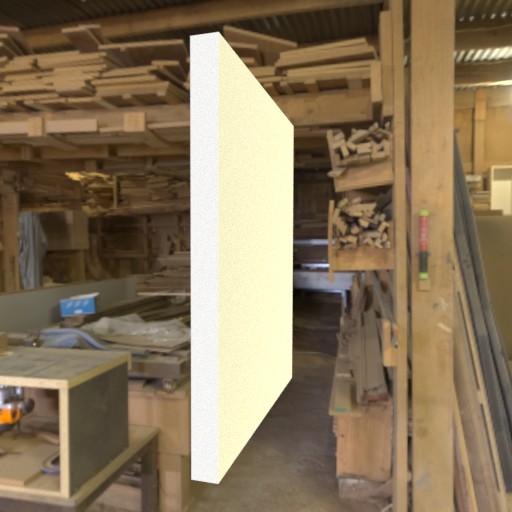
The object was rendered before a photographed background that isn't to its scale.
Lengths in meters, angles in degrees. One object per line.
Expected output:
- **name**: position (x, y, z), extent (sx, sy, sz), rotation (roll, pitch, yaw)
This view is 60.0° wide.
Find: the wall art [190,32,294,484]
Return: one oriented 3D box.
- **wall art**: position (0.000, 0.000, 0.763), extent (0.039, 0.553, 0.451), rotation (1, 2, 16)
